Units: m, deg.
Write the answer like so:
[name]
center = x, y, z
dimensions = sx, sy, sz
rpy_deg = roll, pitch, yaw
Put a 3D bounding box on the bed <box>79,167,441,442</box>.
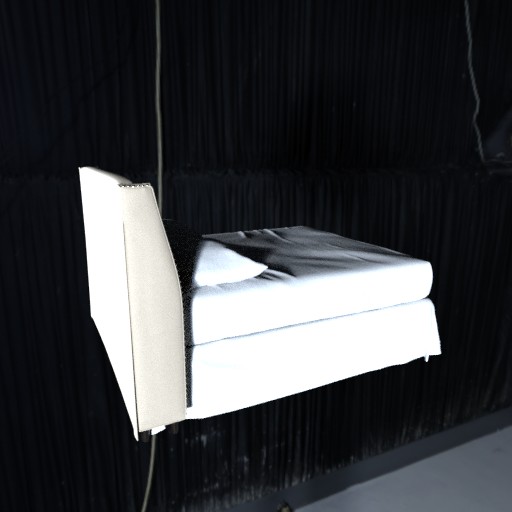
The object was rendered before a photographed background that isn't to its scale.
[bed]
center = 0.000, 0.000, 3.379
dimensions = 2.276, 1.332, 1.925
rpy_deg = -7, 15, -25
